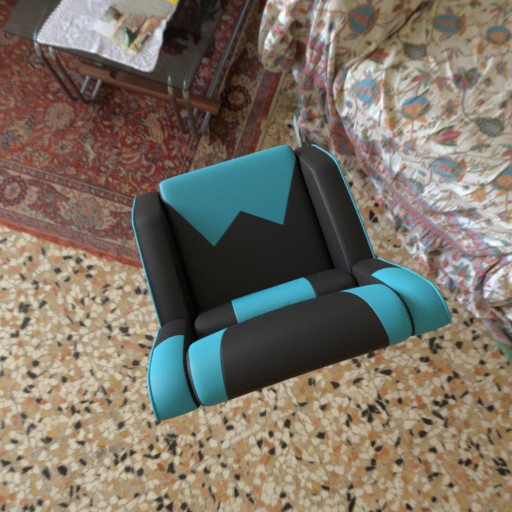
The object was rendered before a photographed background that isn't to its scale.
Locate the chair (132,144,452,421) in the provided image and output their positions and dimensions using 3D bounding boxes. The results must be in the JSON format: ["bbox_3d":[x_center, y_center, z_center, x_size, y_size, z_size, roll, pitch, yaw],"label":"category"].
[{"bbox_3d":[0.000,0.000,1.275,0.620,0.805,0.672,-17,77,-4],"label":"chair"}]
